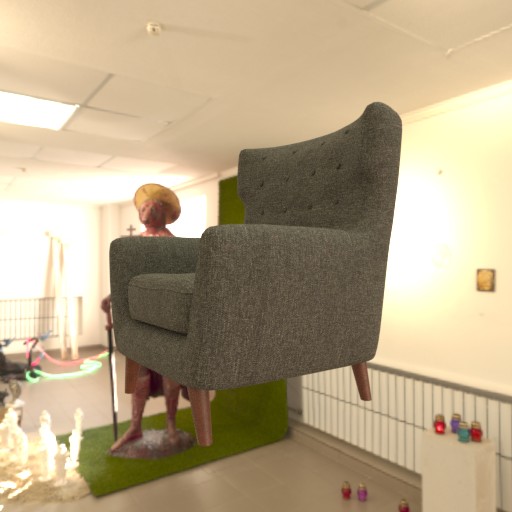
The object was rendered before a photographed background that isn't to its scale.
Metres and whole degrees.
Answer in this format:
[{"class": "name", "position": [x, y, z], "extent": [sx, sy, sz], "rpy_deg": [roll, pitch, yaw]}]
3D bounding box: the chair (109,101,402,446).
[{"class": "chair", "position": [0.000, 0.000, 1.721], "extent": [0.904, 1.063, 0.878], "rpy_deg": [0, -1, -36]}]
